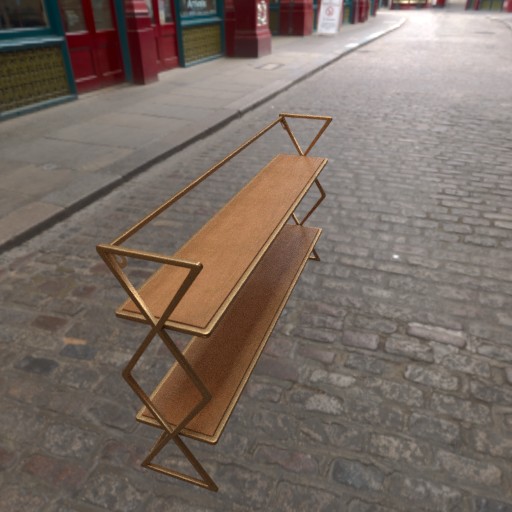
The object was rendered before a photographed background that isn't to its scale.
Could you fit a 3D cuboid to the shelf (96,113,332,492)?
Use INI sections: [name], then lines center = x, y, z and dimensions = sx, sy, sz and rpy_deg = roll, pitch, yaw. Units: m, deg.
[shelf]
center = 0.000, 0.000, 0.994
dimensions = 0.150, 0.450, 0.822
rpy_deg = 10, 31, 17
